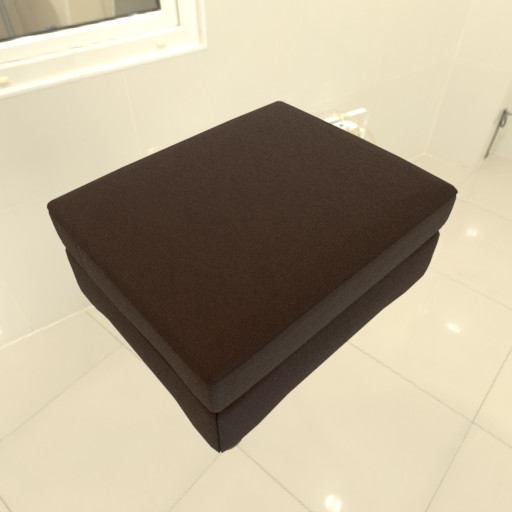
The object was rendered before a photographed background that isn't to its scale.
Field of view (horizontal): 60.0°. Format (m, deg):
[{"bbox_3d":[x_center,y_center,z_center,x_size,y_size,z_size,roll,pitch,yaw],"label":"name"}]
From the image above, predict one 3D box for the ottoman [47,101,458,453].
[{"bbox_3d":[0.000,0.000,1.813,1.187,0.730,0.967,-33,54,-28],"label":"ottoman"}]
